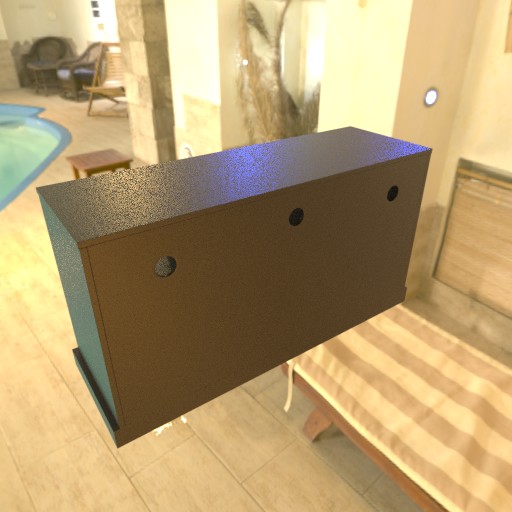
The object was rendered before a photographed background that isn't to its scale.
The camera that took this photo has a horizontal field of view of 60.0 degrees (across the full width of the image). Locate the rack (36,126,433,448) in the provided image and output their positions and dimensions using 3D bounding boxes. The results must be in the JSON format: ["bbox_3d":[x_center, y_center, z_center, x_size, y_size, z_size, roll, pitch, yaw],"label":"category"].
[{"bbox_3d":[0.000,0.000,1.500,1.206,0.635,0.399,-19,35,-30],"label":"rack"}]
